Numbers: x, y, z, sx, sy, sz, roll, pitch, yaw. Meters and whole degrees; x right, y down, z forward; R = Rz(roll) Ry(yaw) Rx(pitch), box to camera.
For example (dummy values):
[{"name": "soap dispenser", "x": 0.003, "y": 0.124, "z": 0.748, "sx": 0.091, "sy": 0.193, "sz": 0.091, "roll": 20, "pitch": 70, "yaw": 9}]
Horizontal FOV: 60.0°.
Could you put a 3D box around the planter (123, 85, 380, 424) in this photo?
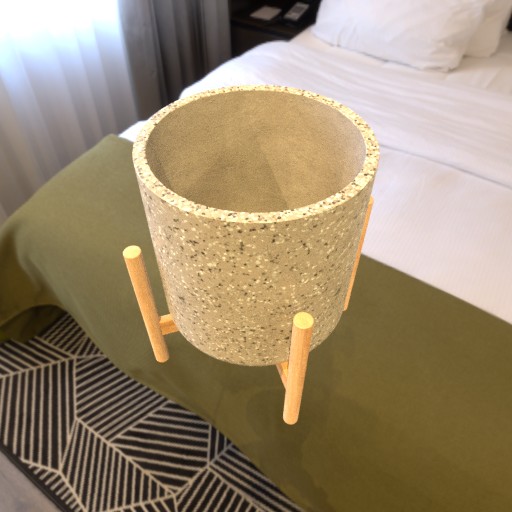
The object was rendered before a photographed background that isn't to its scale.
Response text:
[{"name": "planter", "x": 0.000, "y": 0.000, "z": 0.705, "sx": 0.360, "sy": 0.419, "sz": 0.360, "roll": 3, "pitch": 47, "yaw": 3}]
